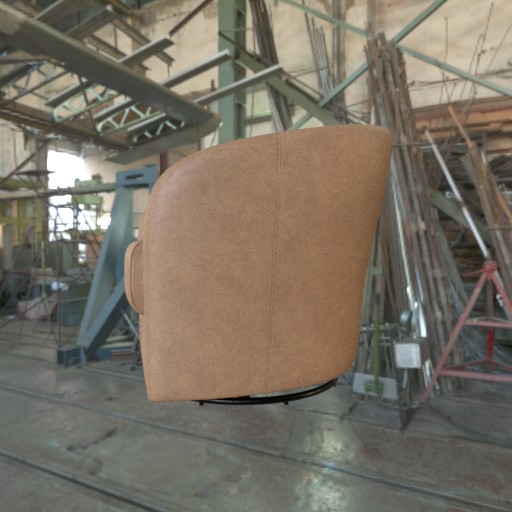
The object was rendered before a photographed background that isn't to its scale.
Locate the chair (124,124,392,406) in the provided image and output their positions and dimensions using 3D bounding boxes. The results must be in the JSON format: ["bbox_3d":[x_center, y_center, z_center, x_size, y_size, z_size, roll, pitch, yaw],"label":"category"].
[{"bbox_3d":[0.000,0.000,1.431,0.815,0.771,0.791,0,1,-16],"label":"chair"}]
